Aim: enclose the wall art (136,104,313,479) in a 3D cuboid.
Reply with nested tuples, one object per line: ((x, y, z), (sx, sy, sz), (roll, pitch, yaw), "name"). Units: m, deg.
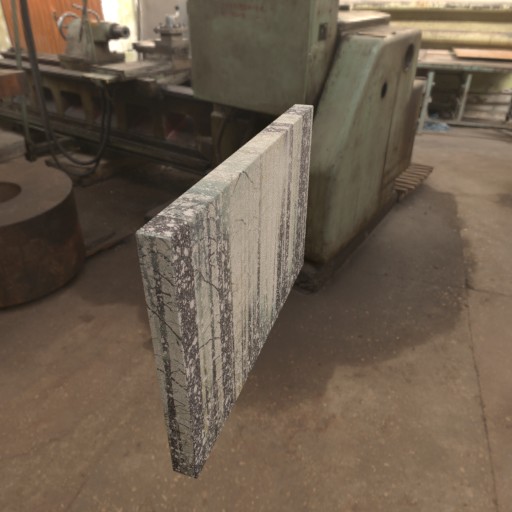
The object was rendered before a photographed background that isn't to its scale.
((0.000, 0.000, 0.793), (0.042, 0.398, 0.618), (11, 33, 17), "wall art")
